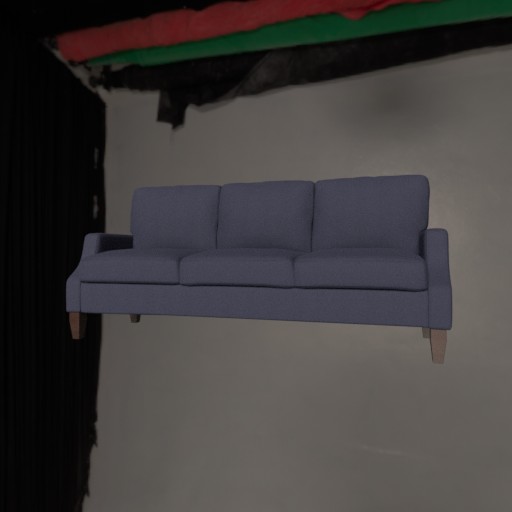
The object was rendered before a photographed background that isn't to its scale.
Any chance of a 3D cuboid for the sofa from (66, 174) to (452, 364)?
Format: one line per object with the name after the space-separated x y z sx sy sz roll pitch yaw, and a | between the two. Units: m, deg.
0.000 0.000 2.702 2.115 0.984 0.888 0 1 17 | sofa
